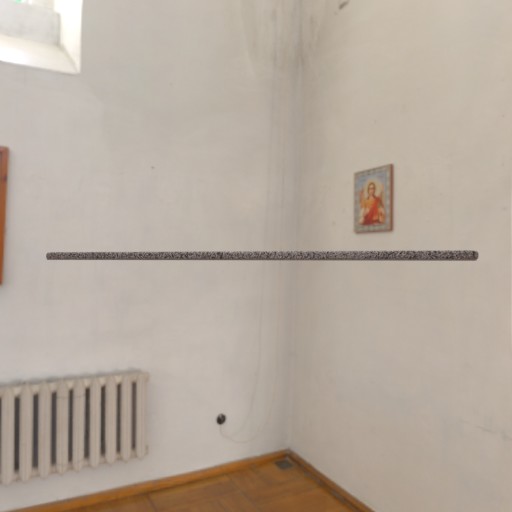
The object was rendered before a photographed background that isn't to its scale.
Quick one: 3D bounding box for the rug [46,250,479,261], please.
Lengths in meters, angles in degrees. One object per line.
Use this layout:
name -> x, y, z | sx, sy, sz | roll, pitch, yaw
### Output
rug -> 0.000, 0.000, 1.781 | 1.524, 0.030, 0.609 | 0, 0, 17
